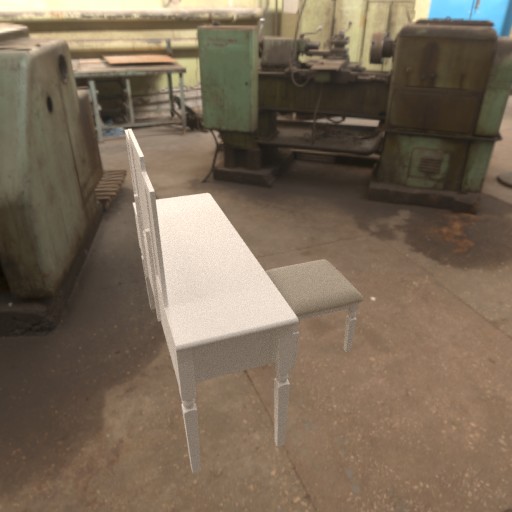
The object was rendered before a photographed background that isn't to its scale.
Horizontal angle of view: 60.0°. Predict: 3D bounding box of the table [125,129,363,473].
[{"bbox_3d":[0.000,0.000,2.327,1.115,1.310,1.369,-10,32,-17],"label":"table"}]
